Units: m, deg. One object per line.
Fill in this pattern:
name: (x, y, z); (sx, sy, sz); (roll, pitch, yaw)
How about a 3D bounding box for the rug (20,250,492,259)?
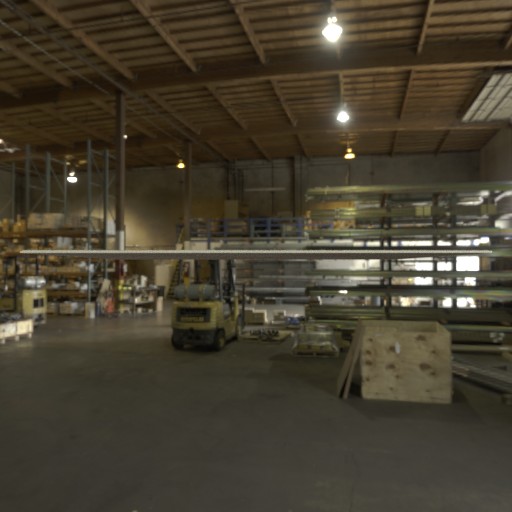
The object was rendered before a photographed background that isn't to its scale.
rug: (0.000, 0.000, 2.328); (1.839, 0.012, 1.219); (0, -2, 0)
